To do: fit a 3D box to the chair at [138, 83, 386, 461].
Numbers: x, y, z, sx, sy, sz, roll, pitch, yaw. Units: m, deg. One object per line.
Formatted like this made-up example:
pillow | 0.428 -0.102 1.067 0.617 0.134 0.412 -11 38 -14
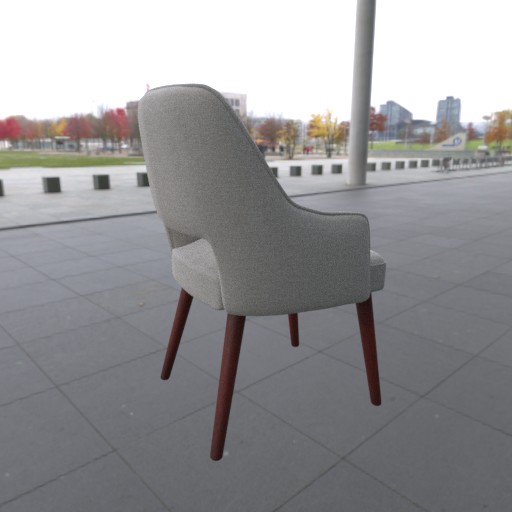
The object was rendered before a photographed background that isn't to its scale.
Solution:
chair | 0.000 0.000 1.223 0.580 0.840 0.560 -7 16 -27
